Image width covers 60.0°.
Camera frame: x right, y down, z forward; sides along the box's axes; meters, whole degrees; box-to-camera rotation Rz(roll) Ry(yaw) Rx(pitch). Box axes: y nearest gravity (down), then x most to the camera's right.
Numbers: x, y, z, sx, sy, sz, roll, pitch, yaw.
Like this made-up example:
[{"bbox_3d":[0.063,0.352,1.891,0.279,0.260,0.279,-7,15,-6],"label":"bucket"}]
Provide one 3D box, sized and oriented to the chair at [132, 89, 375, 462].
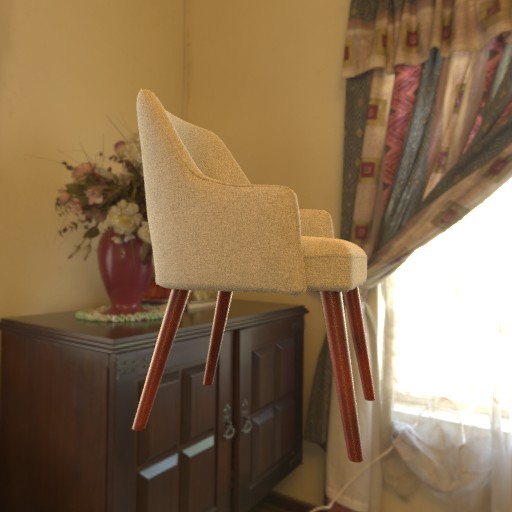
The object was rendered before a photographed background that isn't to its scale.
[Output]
[{"bbox_3d":[0.000,0.000,1.211,0.605,0.849,0.548,0,-1,18],"label":"chair"}]
